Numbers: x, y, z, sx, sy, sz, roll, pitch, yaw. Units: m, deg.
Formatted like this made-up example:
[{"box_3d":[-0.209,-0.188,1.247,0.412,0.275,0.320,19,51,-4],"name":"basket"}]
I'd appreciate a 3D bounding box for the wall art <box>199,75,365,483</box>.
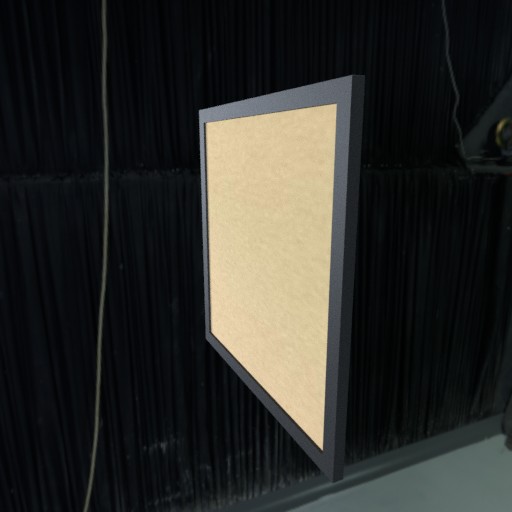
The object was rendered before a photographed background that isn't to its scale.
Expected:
[{"box_3d":[0.000,0.000,0.530,0.012,0.357,0.358,-6,15,-25],"name":"wall art"}]
